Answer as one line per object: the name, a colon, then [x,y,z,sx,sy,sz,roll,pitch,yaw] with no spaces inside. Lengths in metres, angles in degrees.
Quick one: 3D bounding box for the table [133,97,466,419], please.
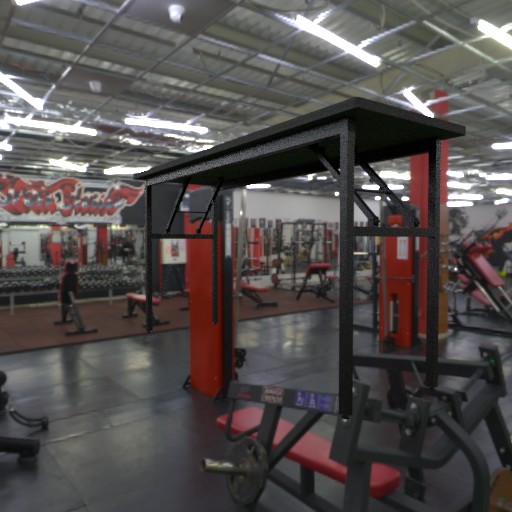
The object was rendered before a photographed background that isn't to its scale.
table: [0.000,0.000,1.686,0.449,0.750,1.399,-1,2,-35]
